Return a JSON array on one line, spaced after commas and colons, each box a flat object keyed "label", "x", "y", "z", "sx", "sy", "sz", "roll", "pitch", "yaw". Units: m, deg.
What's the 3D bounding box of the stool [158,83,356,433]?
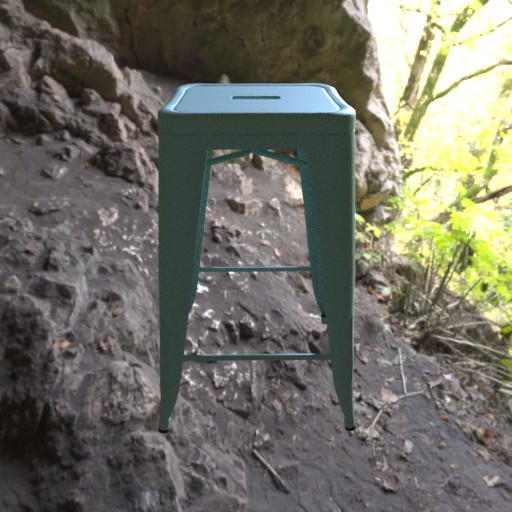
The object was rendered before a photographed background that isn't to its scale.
[{"label": "stool", "x": 0.000, "y": 0.000, "z": 0.881, "sx": 0.399, "sy": 0.609, "sz": 0.359, "roll": -1, "pitch": 30, "yaw": -1}]
